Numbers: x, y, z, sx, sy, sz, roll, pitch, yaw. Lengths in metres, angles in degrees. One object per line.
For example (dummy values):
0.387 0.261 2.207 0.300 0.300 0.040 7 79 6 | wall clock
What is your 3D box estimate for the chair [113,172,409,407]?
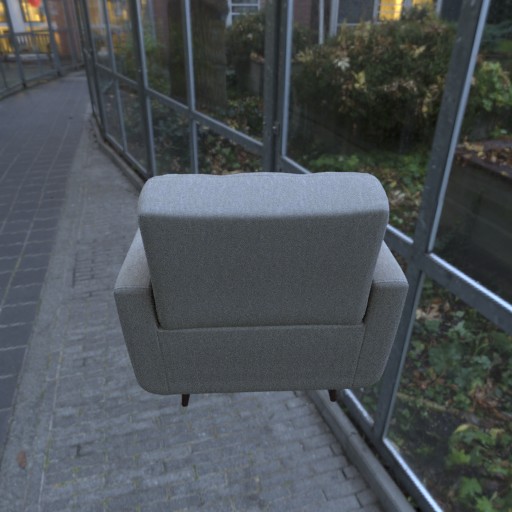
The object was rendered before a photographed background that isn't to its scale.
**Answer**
0.000 0.000 1.802 0.897 0.965 1.128 -1 29 -2 | chair
